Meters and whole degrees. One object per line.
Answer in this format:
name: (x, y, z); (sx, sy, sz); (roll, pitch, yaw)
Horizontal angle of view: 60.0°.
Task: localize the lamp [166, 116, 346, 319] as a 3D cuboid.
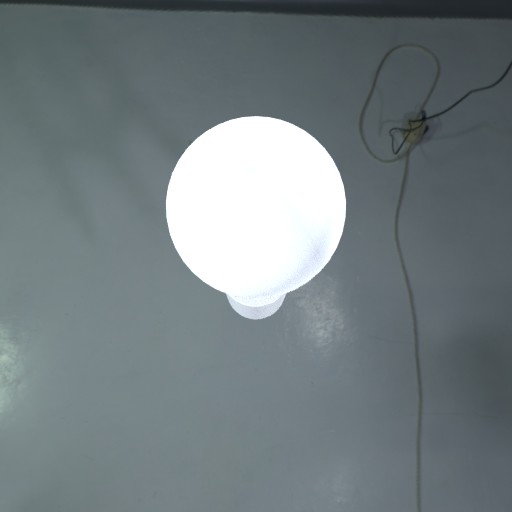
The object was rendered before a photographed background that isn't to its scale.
lamp: (0.000, 0.000, 0.543); (0.153, 0.480, 0.153); (0, 76, 0)
